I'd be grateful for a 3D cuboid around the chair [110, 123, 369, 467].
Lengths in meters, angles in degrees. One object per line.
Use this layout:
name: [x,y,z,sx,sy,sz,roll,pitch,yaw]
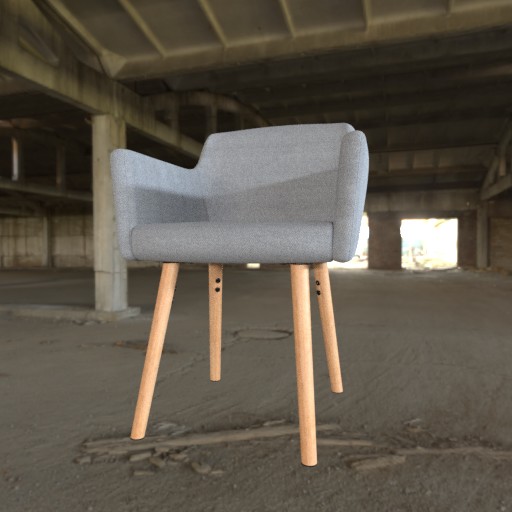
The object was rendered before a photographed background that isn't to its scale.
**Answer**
chair: [0.000,0.000,1.137,0.570,0.780,0.540,0,1,17]
